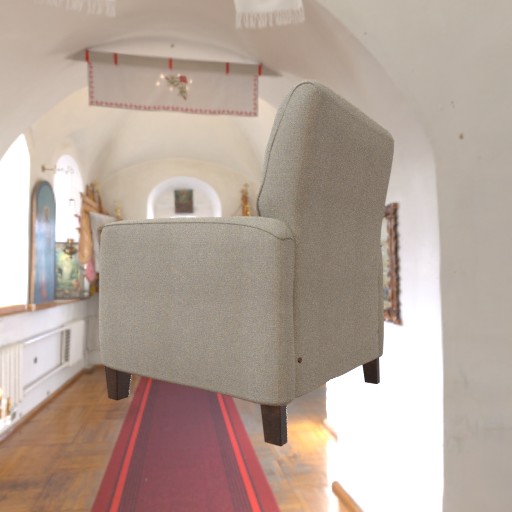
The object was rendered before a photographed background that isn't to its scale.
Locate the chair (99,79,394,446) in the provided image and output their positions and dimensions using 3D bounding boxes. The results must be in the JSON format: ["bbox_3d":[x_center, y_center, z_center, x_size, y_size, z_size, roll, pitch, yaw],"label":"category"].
[{"bbox_3d":[0.000,0.000,1.657,0.853,1.006,0.850,0,-1,35],"label":"chair"}]
